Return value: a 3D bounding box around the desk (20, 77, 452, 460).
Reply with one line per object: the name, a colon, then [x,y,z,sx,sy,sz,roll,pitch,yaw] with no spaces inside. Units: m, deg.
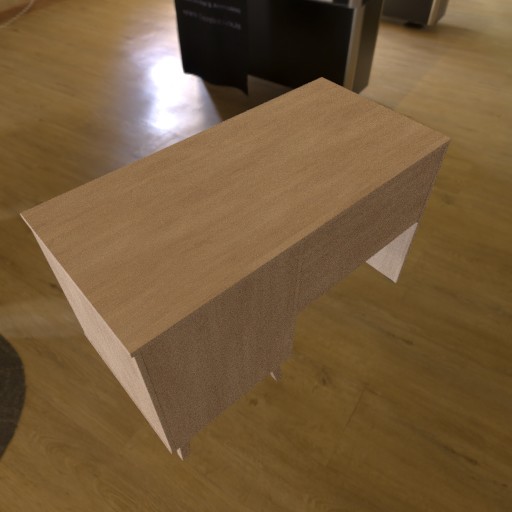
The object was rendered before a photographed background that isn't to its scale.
desk: [0.000,0.000,1.663,1.251,0.770,0.600,-33,56,-27]
